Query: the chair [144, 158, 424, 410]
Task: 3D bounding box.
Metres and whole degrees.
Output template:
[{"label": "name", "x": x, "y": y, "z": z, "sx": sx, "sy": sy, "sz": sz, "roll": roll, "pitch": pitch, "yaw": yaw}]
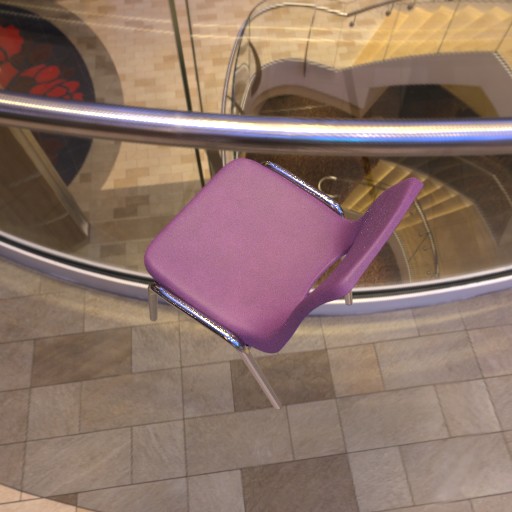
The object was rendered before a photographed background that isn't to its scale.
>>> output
[{"label": "chair", "x": 0.000, "y": 0.000, "z": 0.907, "sx": 0.432, "sy": 0.654, "sz": 0.381, "roll": 33, "pitch": 68, "yaw": 16}]
